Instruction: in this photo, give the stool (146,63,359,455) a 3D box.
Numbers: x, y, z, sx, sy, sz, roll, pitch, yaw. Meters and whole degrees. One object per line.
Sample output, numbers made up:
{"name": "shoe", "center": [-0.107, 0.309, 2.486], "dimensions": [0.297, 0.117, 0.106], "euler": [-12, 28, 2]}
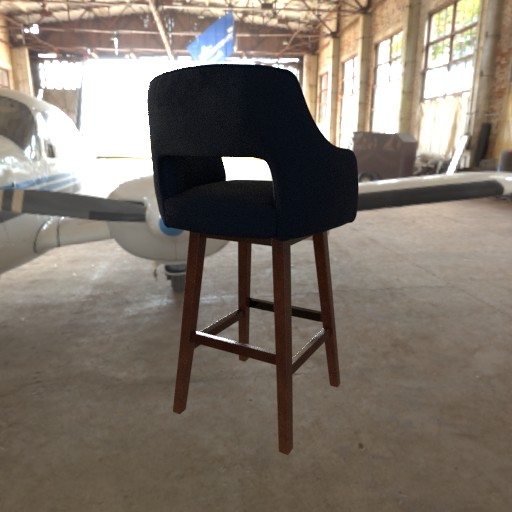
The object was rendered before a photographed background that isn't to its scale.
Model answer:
{"name": "stool", "center": [0.000, 0.000, 1.390], "dimensions": [0.550, 1.041, 0.560], "euler": [8, 16, 29]}
